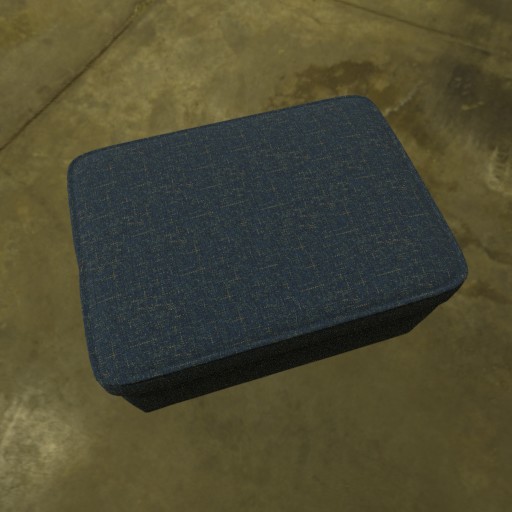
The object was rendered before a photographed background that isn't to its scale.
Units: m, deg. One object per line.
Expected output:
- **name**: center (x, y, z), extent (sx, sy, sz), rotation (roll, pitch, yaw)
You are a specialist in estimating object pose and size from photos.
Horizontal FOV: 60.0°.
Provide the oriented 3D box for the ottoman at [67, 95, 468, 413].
- **ottoman**: center (0.000, 0.000, 1.080), extent (0.749, 0.450, 0.549), rotation (-15, 63, -8)
